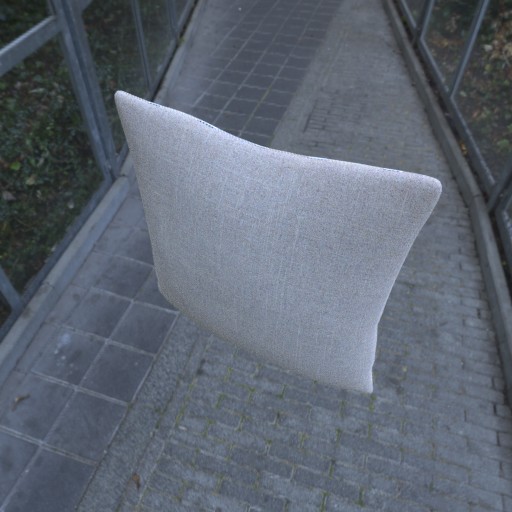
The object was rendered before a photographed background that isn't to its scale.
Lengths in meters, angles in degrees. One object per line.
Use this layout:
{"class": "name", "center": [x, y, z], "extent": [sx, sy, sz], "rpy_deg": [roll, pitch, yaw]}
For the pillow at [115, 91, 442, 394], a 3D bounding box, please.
{"class": "pillow", "center": [0.000, 0.000, 0.860], "extent": [0.578, 0.558, 0.192], "rpy_deg": [23, 50, 21]}
